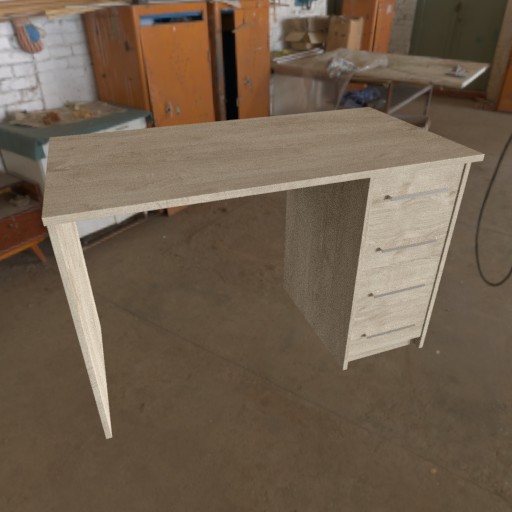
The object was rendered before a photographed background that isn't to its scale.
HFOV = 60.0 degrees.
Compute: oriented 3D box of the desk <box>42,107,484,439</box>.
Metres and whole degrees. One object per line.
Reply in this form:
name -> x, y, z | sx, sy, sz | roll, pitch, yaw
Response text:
desk -> 0.000, 0.000, 1.436 | 1.096, 0.730, 0.560 | -11, 33, -17
